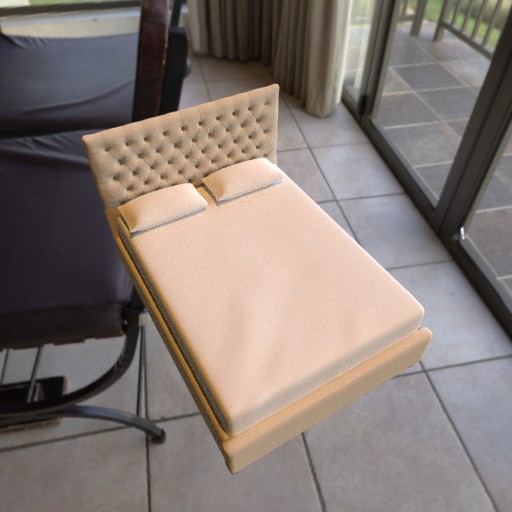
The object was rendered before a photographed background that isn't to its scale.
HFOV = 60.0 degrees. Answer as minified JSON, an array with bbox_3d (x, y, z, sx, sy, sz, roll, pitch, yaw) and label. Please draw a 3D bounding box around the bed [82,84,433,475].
[{"bbox_3d":[0.000,0.000,3.372,1.696,1.426,2.233,-23,51,-20],"label":"bed"}]
